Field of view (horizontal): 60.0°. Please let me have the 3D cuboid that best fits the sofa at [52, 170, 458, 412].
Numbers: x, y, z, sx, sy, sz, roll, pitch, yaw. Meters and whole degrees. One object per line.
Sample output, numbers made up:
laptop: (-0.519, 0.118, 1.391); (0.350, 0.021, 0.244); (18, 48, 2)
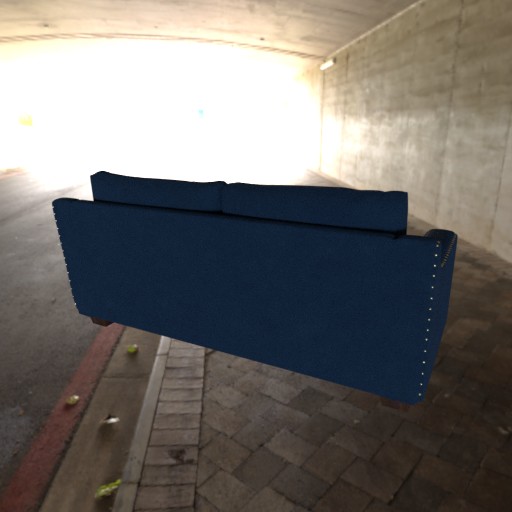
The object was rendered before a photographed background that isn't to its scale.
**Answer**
sofa: (0.000, 0.000, 2.644); (2.107, 0.983, 1.104); (9, 19, 27)
